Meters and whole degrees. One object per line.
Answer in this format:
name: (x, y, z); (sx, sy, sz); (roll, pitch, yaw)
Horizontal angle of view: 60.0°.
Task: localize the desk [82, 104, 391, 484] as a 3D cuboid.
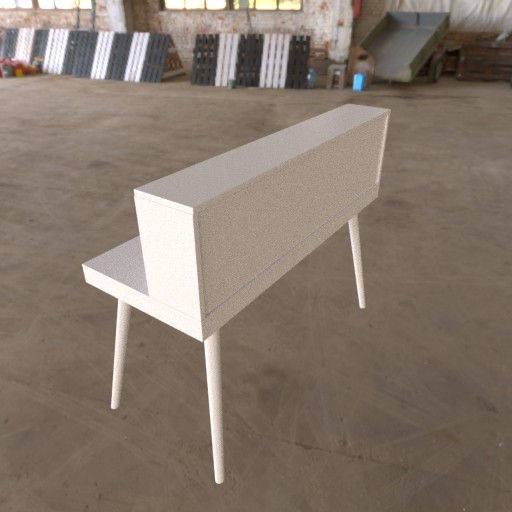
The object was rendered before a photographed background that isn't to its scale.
desk: (0.000, 0.000, 1.771); (0.559, 0.990, 1.199); (20, 36, 30)
